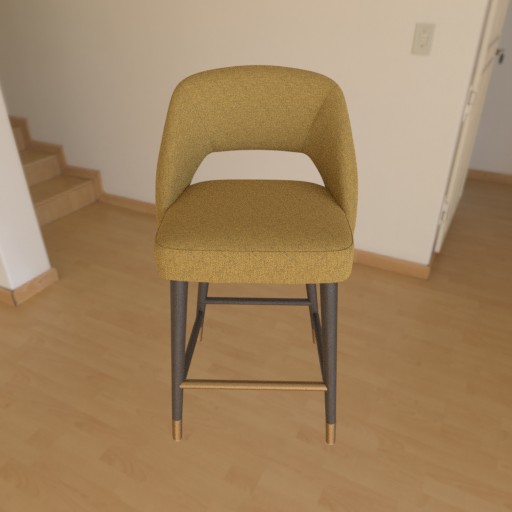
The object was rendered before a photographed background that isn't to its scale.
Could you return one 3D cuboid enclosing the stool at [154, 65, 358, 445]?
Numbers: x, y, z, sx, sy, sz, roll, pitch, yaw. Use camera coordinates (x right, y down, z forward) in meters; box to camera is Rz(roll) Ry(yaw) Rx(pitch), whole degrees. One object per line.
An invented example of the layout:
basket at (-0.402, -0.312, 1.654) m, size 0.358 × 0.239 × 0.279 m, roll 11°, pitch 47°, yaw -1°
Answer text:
stool at (0.000, 0.000, 1.250) m, size 0.536 × 0.939 × 0.522 m, roll 1°, pitch 30°, yaw 1°
